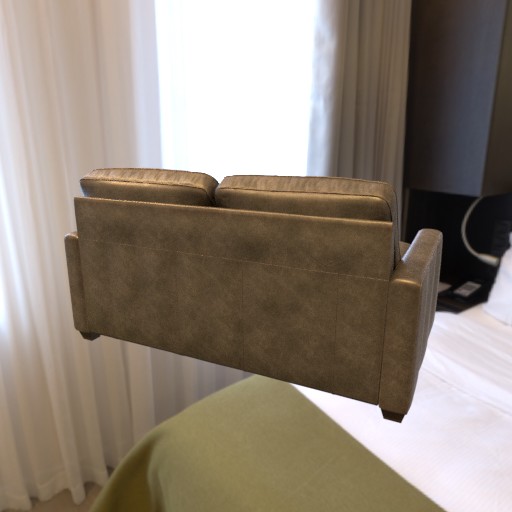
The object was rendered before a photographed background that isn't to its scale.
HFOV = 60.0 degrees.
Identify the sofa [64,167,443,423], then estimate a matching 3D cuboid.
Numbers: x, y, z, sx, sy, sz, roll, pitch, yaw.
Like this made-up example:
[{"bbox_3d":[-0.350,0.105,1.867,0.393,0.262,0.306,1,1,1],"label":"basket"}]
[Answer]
[{"bbox_3d":[0.000,0.000,2.292,1.732,0.916,0.939,7,17,25],"label":"sofa"}]
